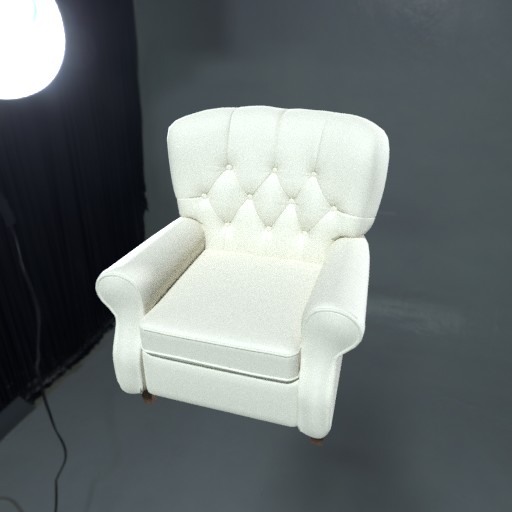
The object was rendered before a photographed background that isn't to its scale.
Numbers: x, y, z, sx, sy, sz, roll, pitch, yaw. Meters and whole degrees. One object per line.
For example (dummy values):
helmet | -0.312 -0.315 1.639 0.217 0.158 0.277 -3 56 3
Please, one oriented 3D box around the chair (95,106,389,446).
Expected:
chair | 0.000 0.000 2.002 1.035 1.169 1.132 8 28 15
